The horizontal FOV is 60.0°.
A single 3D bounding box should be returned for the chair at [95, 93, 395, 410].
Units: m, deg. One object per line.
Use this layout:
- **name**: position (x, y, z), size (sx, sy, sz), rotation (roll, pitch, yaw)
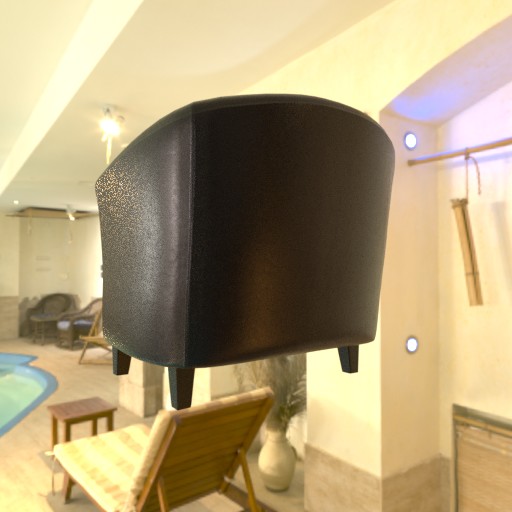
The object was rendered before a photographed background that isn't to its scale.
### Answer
- **chair**: position (0.000, 0.000, 1.364), size (0.793, 0.756, 0.727), rotation (1, -2, -36)
